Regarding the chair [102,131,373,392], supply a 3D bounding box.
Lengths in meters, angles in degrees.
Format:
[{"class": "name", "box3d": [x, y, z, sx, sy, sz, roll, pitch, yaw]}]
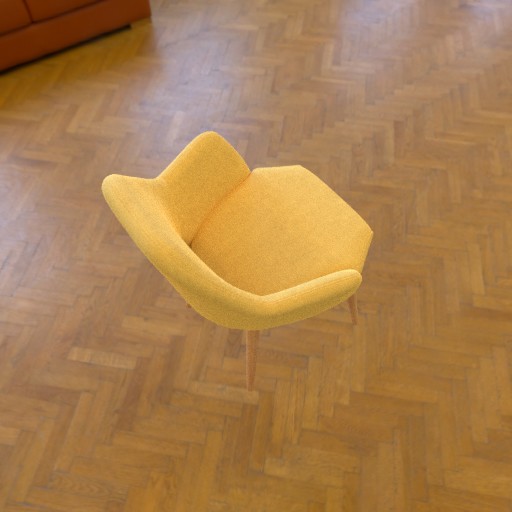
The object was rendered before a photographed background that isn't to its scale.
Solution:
[{"class": "chair", "box3d": [0.000, 0.000, 1.249, 0.610, 0.840, 0.590, -32, 63, -19]}]
